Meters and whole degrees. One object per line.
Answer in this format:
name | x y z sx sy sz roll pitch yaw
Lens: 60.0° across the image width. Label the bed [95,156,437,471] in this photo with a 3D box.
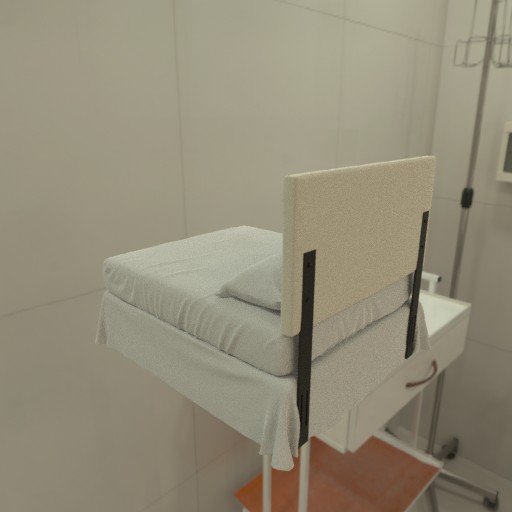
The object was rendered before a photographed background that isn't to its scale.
bed | 0.000 0.000 3.516 2.222 1.577 1.936 16 23 41
